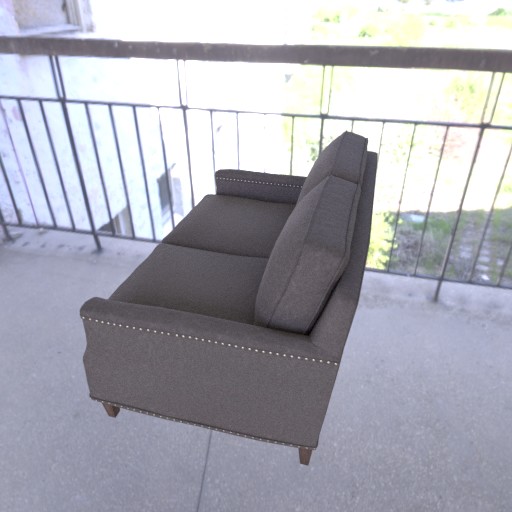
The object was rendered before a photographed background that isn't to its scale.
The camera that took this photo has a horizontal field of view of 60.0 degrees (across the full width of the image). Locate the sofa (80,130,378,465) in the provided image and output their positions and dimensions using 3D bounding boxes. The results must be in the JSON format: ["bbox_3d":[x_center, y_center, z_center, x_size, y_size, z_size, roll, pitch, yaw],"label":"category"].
[{"bbox_3d":[0.000,0.000,2.264,1.084,1.003,1.597,8,32,13],"label":"sofa"}]
